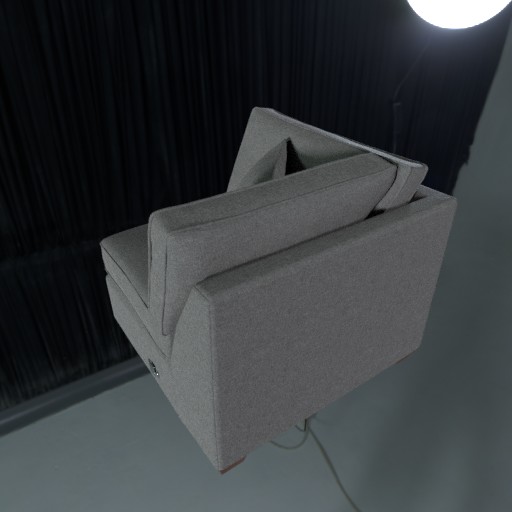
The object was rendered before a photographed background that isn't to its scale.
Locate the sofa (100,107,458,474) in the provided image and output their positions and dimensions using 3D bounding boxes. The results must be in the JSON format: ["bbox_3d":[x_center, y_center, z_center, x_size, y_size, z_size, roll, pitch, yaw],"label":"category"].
[{"bbox_3d":[0.000,0.000,1.940,1.146,1.002,1.084,-20,37,-29],"label":"sofa"}]
